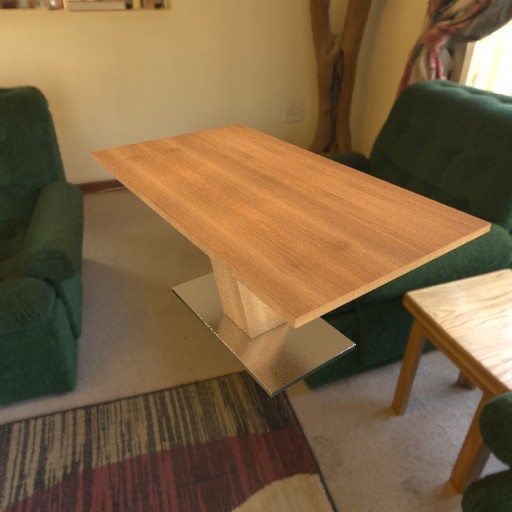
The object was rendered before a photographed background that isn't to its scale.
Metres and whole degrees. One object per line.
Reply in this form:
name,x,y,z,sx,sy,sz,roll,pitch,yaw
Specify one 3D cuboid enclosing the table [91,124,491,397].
table,0.000,0.000,2.092,0.900,0.750,1.600,-21,37,-30
